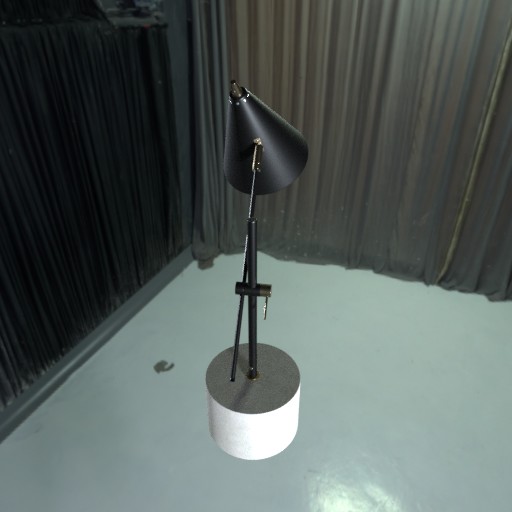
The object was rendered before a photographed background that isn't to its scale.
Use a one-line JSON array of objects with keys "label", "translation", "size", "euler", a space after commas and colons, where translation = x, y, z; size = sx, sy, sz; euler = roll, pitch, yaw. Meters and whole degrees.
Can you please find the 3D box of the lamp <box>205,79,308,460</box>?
[{"label": "lamp", "translation": [0.000, 0.000, 0.716], "size": [0.214, 0.518, 0.403], "euler": [10, 33, 16]}]
